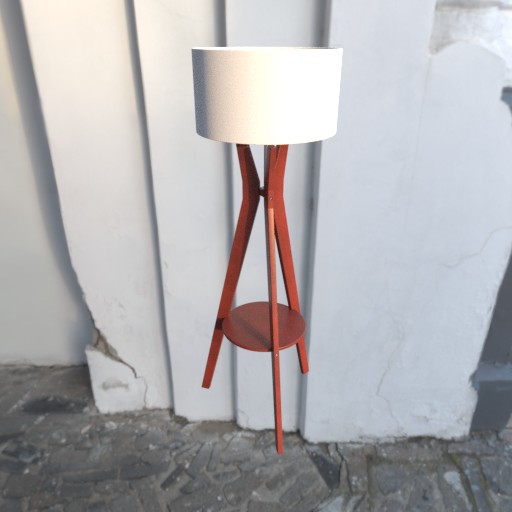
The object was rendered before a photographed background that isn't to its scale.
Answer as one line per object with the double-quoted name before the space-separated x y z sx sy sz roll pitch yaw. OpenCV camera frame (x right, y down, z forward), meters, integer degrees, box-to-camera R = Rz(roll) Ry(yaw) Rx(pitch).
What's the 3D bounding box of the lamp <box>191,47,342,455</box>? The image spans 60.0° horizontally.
"lamp" 0.000 0.000 1.733 0.542 1.472 0.539 8 27 16
